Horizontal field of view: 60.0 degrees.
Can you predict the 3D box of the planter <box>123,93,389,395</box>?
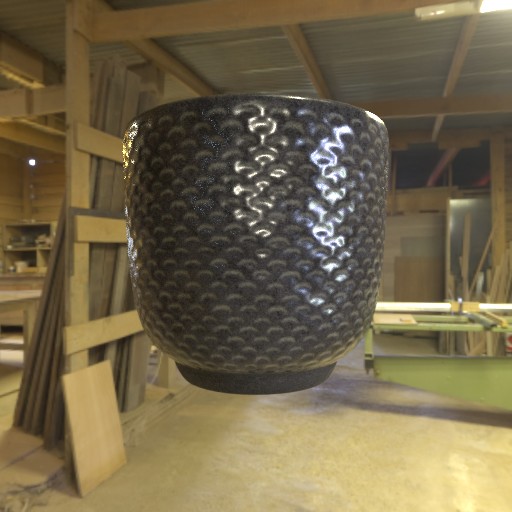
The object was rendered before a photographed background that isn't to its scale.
[{"bbox_3d":[0.000,0.000,0.243,0.140,0.129,0.140,0,0,0],"label":"planter"}]
